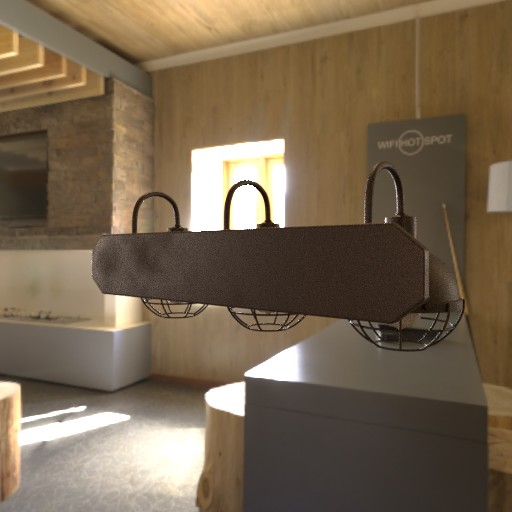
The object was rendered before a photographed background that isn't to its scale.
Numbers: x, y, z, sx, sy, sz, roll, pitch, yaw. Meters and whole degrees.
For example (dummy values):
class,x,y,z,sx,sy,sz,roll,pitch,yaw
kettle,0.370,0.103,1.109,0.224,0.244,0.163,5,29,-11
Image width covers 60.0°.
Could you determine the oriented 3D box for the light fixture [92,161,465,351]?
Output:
class,x,y,z,sx,sy,sz,roll,pitch,yaw
light fixture,0.000,0.000,0.752,0.634,0.254,0.229,0,1,39
